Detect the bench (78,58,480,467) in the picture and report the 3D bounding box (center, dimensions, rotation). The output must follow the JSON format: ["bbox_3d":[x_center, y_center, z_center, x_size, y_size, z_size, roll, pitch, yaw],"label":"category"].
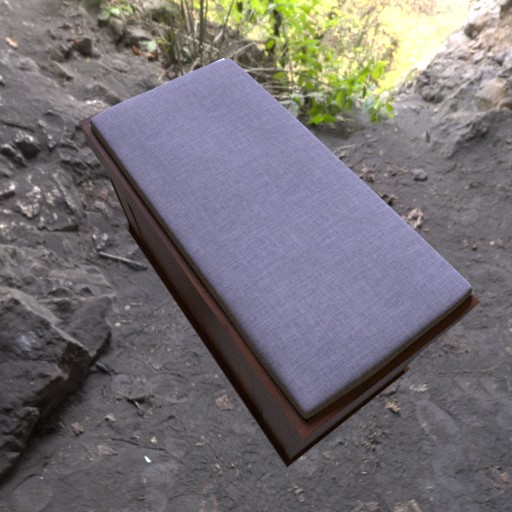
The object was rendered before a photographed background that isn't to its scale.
[{"bbox_3d":[0.000,0.000,0.969,0.362,0.461,0.734,-31,64,-17],"label":"bench"}]
